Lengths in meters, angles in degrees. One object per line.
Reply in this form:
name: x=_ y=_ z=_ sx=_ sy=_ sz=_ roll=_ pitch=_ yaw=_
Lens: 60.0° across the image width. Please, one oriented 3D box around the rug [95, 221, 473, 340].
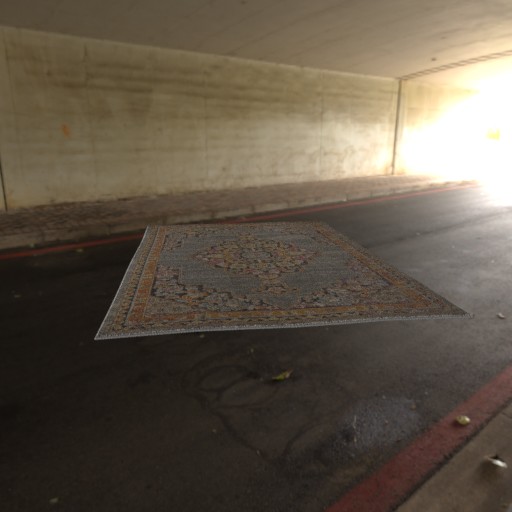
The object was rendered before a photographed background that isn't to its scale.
rug: x=0.000 y=0.000 z=3.723 sx=2.043 sy=0.026 sz=2.901 roll=-2 pitch=15 yaw=-8
